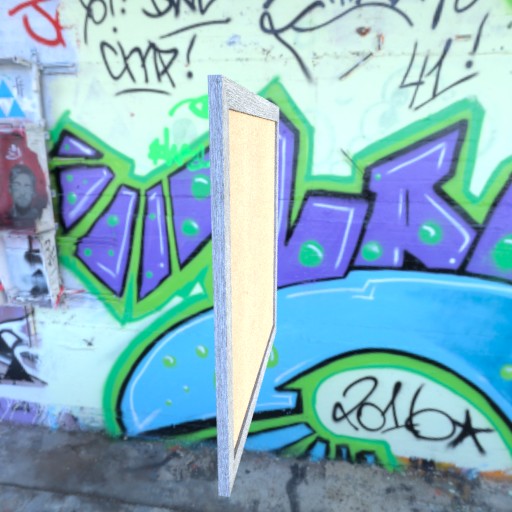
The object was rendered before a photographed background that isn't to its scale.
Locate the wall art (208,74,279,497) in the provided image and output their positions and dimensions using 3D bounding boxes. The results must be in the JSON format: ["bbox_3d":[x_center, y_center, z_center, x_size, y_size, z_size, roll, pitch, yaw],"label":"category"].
[{"bbox_3d":[0.000,0.000,1.009,0.020,0.685,0.685,2,15,9],"label":"wall art"}]
